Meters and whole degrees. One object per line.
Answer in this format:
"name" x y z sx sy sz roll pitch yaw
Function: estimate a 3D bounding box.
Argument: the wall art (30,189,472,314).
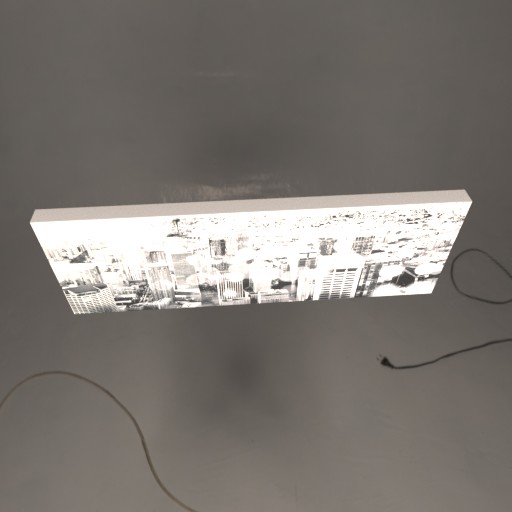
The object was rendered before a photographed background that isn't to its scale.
"wall art" 0.000 0.000 0.867 0.763 0.255 0.038 -3 46 -3
